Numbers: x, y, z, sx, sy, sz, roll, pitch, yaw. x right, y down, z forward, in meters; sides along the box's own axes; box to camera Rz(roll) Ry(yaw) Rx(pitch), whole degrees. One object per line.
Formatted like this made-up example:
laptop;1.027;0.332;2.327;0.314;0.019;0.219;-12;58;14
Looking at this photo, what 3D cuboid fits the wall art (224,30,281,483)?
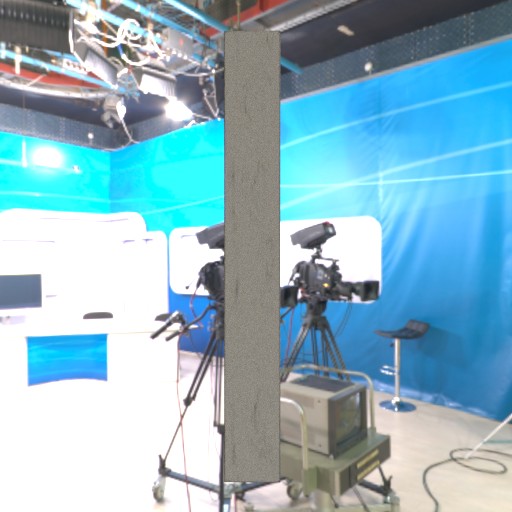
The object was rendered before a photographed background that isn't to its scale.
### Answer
wall art;0.000;0.000;0.451;0.038;0.305;0.305;0;0;1
